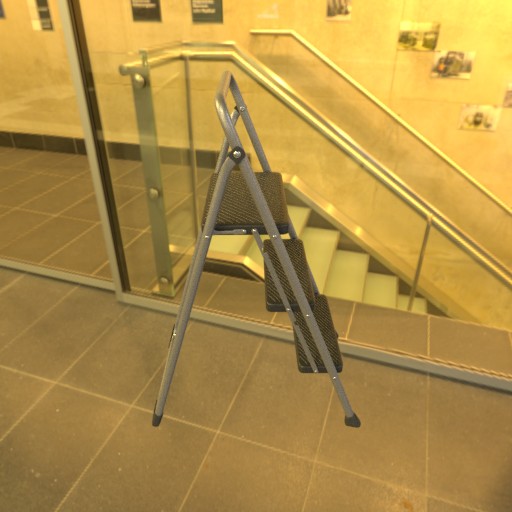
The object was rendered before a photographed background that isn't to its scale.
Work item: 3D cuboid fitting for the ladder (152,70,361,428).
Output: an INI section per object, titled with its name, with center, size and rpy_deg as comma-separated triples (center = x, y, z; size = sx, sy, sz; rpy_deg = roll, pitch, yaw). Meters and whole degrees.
[ladder]
center = 0.000, 0.000, 1.263
size = 0.629, 0.945, 0.430
rpy_deg = 0, 31, 0
